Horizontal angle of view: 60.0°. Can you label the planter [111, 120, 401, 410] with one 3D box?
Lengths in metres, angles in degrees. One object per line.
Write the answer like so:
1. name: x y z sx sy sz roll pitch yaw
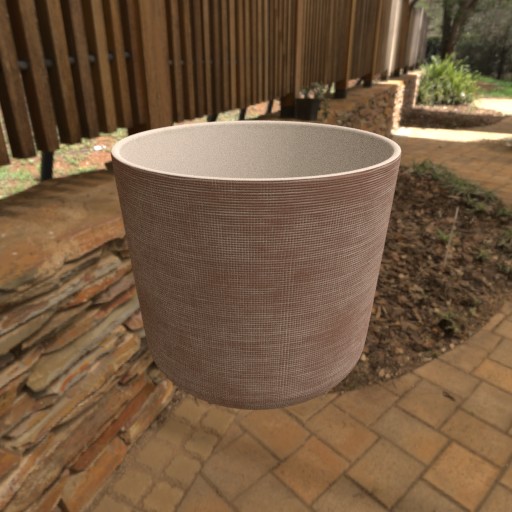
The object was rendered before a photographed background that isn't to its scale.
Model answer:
1. planter: 0.000 0.000 0.784 0.440 0.398 0.440 0 25 0
